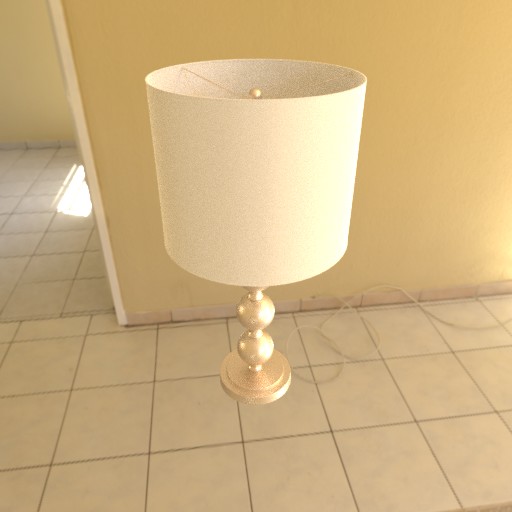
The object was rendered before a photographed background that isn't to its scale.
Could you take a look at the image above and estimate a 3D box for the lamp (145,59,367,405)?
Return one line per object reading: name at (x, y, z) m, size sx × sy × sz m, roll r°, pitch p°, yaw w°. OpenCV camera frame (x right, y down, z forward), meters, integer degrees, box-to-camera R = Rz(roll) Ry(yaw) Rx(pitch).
lamp at (0.000, 0.000, 0.701) m, size 0.277 × 0.538 × 0.277 m, roll -10°, pitch 33°, yaw -15°
